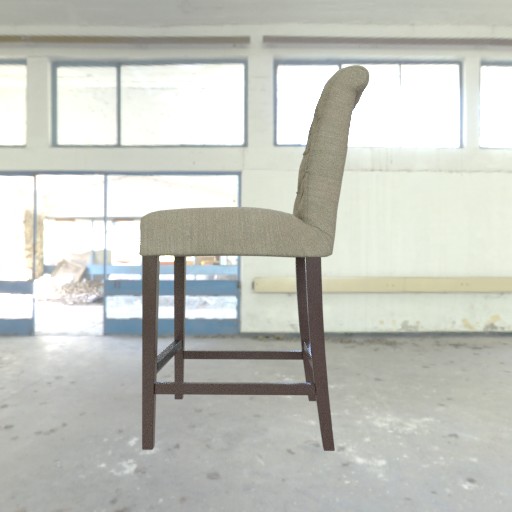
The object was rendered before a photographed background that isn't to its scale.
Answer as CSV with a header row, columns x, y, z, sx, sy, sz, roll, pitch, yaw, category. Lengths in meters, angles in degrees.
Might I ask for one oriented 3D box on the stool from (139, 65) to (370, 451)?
x,y,z,sx,sy,sz,roll,pitch,yaw,category
0.000,0.000,1.464,0.660,1.084,0.486,0,0,1,stool
